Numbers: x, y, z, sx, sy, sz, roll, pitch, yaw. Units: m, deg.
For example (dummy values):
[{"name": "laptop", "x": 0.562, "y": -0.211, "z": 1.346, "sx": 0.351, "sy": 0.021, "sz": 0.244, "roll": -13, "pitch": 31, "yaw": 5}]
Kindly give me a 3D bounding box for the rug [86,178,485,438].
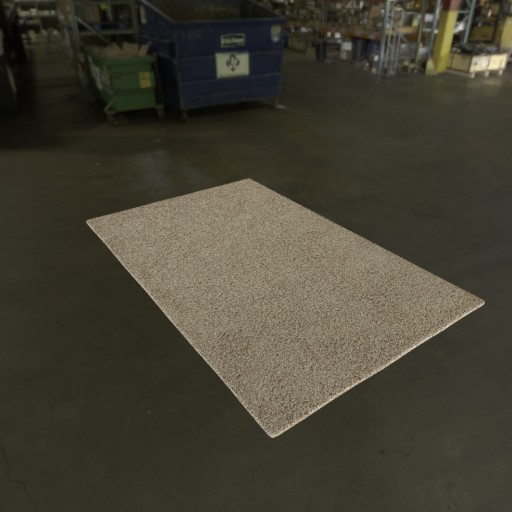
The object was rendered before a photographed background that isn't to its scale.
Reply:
[{"name": "rug", "x": 0.000, "y": 0.000, "z": 3.442, "sx": 1.778, "sy": 0.030, "sz": 2.743, "roll": -20, "pitch": 36, "yaw": -30}]
